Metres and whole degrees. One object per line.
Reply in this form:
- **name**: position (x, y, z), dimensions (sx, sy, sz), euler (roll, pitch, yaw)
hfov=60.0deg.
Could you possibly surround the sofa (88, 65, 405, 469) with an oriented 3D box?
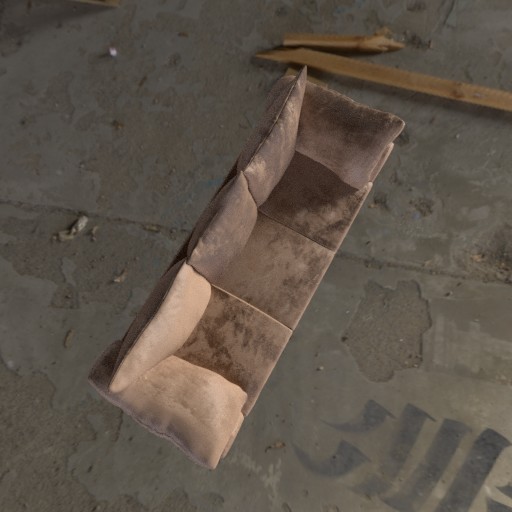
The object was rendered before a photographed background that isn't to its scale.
- **sofa**: position (0.000, 0.000, 2.877), dimensions (0.893, 0.981, 2.377), euler (29, 77, 7)
